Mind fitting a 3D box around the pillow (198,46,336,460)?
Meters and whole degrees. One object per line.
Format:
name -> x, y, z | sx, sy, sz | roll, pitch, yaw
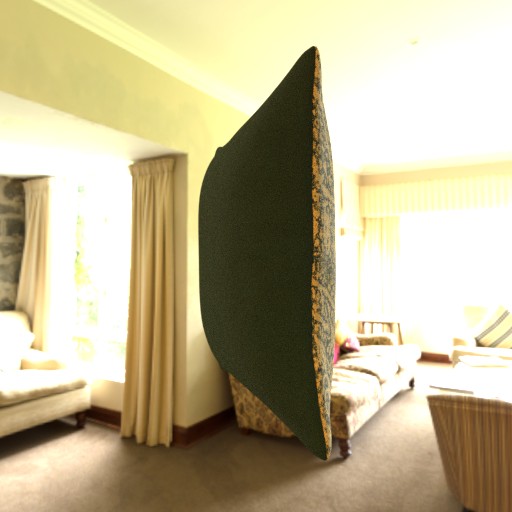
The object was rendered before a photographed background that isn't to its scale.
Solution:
pillow -> 0.000, 0.000, 0.779 | 0.166, 0.510, 0.523 | 0, -1, -18
